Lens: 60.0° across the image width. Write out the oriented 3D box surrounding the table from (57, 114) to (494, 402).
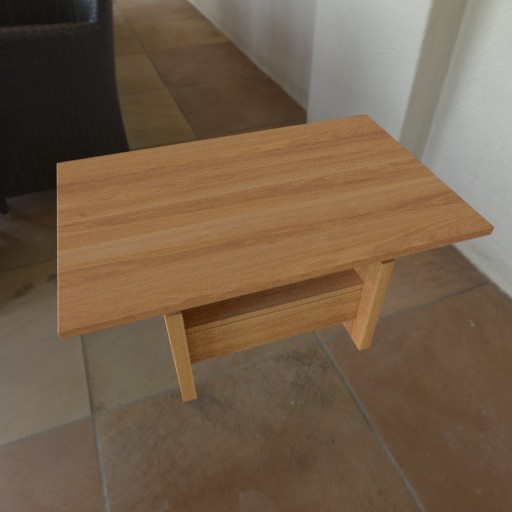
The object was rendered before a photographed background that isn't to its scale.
[{"bbox_3d":[0.000,0.000,1.464,1.100,0.510,0.700,-13,45,-13],"label":"table"}]
